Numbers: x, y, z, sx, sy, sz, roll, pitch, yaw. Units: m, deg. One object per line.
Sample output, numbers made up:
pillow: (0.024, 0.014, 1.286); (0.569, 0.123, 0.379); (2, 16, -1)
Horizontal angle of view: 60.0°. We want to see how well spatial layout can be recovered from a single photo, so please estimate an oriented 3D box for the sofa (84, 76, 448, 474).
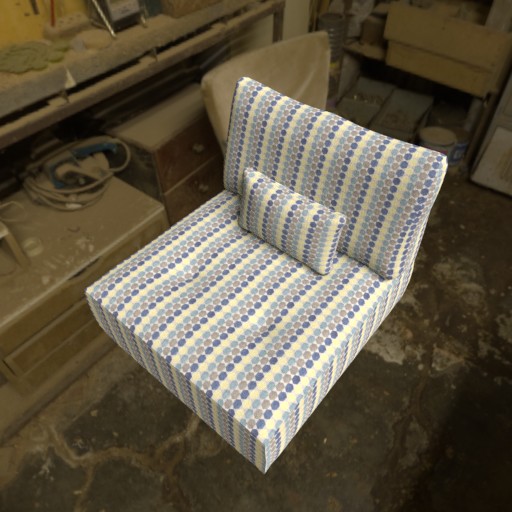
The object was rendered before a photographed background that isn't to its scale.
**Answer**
sofa: (0.000, 0.000, 1.700); (0.930, 0.830, 1.000); (32, 55, 26)
